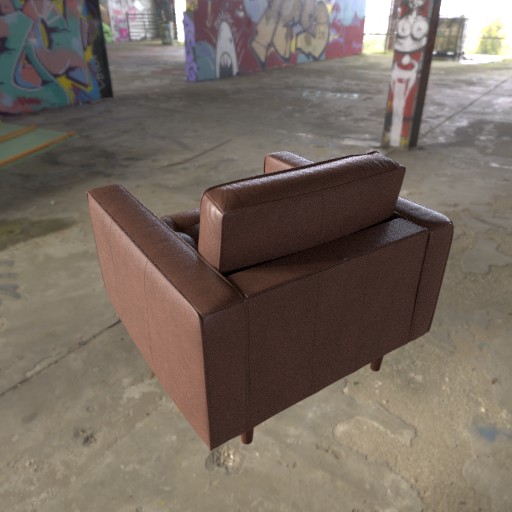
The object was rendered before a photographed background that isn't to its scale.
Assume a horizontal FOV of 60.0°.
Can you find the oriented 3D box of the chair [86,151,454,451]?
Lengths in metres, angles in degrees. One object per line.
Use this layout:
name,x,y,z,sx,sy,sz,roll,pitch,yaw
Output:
chair,0.000,0.000,1.544,0.920,0.770,0.900,-18,34,-29
